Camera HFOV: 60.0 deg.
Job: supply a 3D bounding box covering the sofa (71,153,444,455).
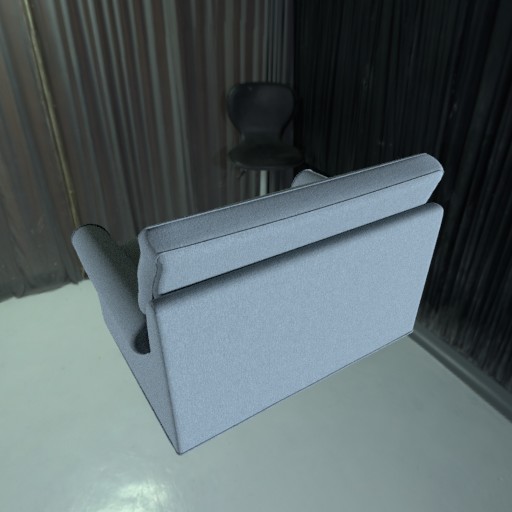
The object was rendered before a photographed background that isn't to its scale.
[{"bbox_3d":[0.000,0.000,2.032,1.410,0.953,0.940,-19,36,-27],"label":"sofa"}]
